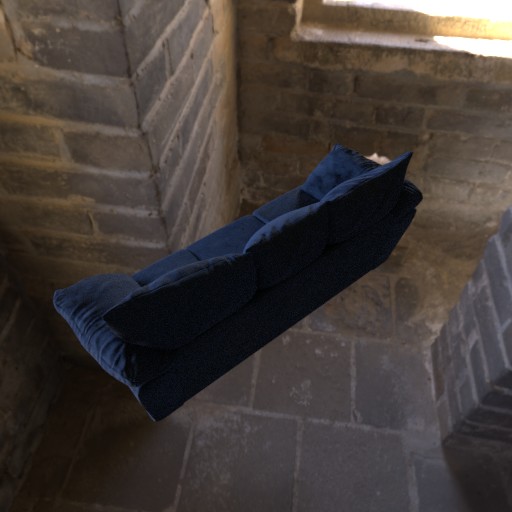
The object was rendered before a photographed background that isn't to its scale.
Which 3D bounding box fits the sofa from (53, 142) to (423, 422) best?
[{"bbox_3d":[0.000,0.000,2.917,2.390,1.091,0.907,-30,53,-26],"label":"sofa"}]
